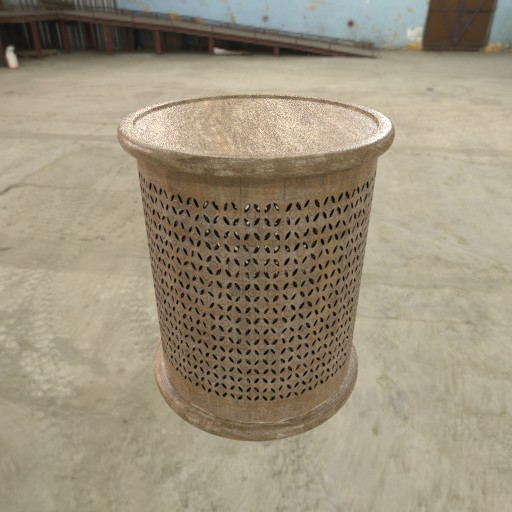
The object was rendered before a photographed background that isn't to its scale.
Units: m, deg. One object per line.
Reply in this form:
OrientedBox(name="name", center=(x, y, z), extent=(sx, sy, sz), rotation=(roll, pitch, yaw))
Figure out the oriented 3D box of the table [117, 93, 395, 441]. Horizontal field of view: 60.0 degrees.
OrientedBox(name="table", center=(0.000, 0.000, 0.787), extent=(0.407, 0.482, 0.407), rotation=(0, 30, 0))
